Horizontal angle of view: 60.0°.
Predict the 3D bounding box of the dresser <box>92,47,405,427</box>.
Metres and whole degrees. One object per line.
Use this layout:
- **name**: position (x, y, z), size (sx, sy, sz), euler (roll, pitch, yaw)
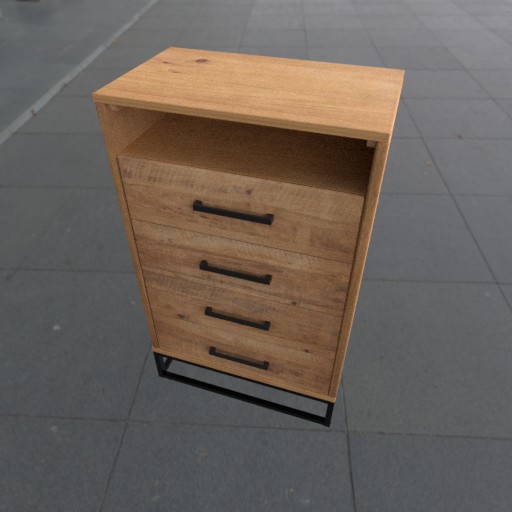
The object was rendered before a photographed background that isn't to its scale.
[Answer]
- **dresser**: position (0.000, 0.000, 1.610), size (0.761, 1.240, 0.479), euler (12, 42, 14)
